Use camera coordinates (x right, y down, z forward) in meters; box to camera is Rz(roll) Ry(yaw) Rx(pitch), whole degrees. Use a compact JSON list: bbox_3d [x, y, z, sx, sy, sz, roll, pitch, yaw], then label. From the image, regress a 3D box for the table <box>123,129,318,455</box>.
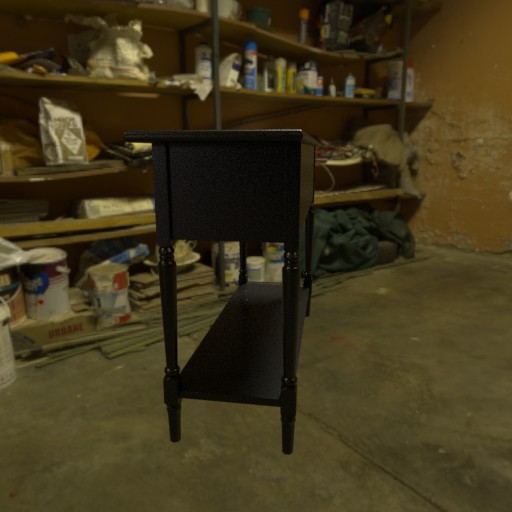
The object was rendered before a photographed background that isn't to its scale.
[{"bbox_3d":[0.000,0.000,1.586,0.386,0.819,1.191,2,14,9],"label":"table"}]
